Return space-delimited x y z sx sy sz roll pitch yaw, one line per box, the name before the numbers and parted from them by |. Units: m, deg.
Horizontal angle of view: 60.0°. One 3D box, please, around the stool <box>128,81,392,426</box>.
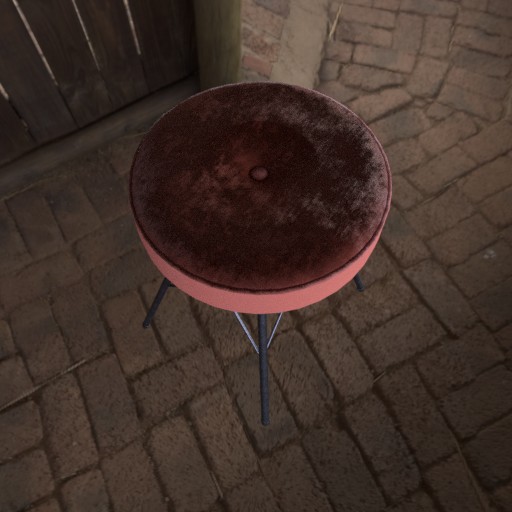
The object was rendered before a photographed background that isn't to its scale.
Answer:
stool | 0.000 0.000 0.936 0.421 0.593 0.457 34 67 16
